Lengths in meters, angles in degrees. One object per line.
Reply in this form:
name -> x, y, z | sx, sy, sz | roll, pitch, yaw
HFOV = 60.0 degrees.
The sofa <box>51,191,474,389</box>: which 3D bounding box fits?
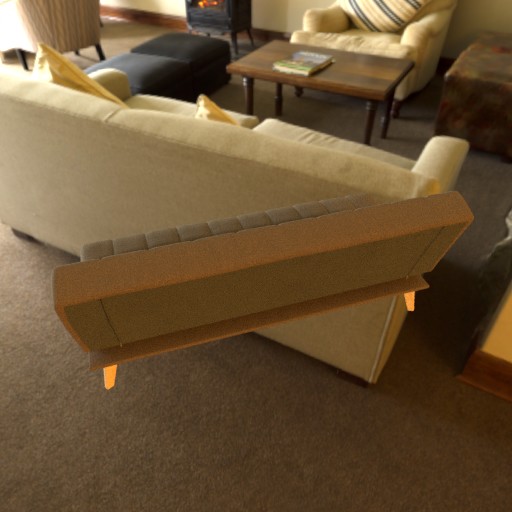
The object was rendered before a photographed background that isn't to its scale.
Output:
sofa -> 0.000, 0.000, 2.305 | 1.800, 0.810, 0.860 | -12, 42, -13
